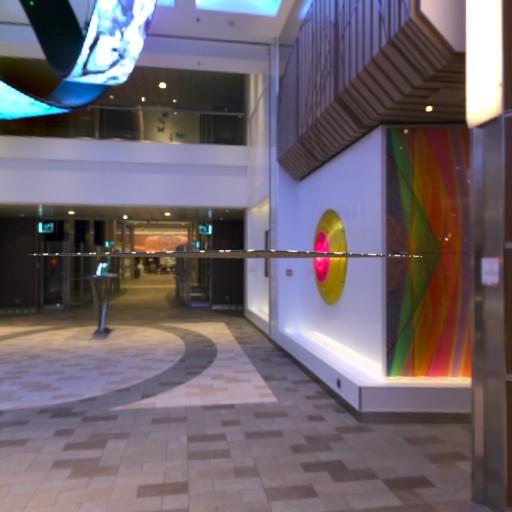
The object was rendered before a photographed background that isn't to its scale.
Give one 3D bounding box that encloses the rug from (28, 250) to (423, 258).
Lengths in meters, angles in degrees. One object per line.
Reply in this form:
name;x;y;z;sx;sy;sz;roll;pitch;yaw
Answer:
rug;0.000;0.000;4.481;2.438;0.010;3.353;-1;-1;35
